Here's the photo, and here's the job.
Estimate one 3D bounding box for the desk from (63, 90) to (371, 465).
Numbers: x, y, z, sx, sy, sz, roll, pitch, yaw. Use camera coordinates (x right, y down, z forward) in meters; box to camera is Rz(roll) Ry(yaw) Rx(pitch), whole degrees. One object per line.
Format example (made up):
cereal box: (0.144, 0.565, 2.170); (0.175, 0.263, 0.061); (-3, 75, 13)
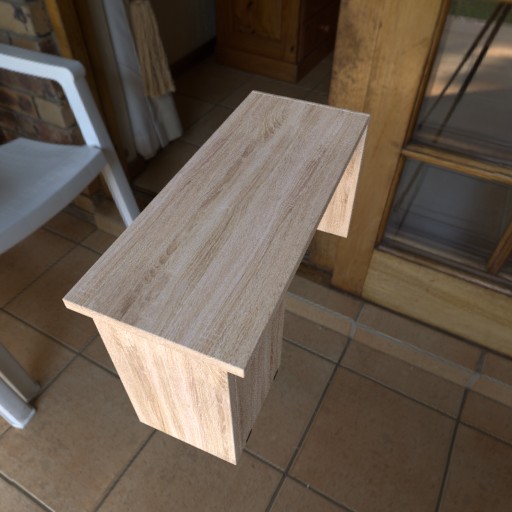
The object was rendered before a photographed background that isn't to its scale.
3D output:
desk: (0.000, 0.000, 1.723); (0.500, 0.750, 1.300); (17, 49, 16)
